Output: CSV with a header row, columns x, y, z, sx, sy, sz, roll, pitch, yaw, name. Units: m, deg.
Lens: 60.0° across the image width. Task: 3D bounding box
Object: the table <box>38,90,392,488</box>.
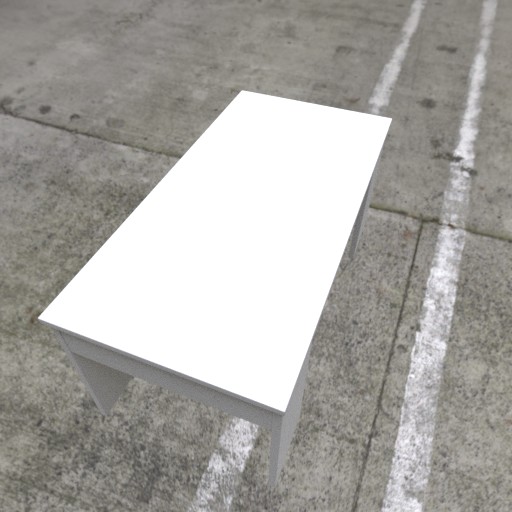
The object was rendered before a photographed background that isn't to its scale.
x,y,z,sx,sy,sz,roll,pitch,yaw,name
0.000,0.000,1.261,0.500,0.440,1.000,16,49,15,table
